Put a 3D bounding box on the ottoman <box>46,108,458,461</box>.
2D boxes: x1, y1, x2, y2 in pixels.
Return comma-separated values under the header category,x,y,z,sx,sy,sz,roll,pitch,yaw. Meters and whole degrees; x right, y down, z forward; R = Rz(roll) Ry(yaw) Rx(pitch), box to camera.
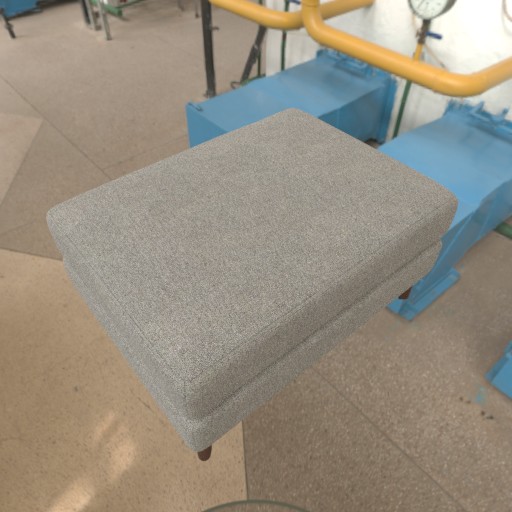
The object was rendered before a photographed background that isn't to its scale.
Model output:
category,x,y,z,sx,sy,sz,roll,pitch,yaw
ottoman,0.000,0.000,1.180,0.821,0.441,0.611,-31,53,-27
